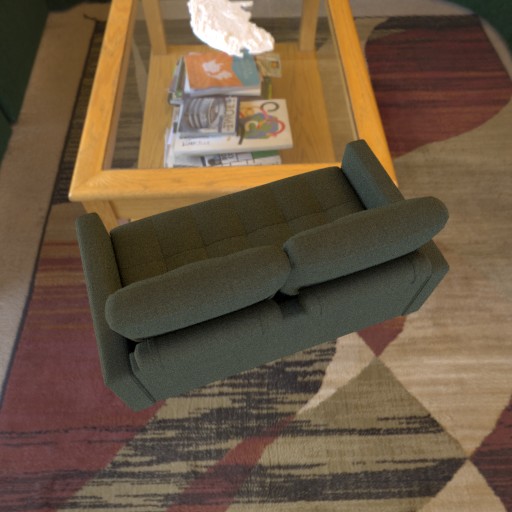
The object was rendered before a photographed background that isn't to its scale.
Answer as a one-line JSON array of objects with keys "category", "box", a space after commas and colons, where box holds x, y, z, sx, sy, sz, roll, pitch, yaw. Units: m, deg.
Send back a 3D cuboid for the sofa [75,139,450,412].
[{"category": "sofa", "box": [0.000, 0.000, 1.954, 1.407, 0.907, 0.842, -17, 60, -10]}]
